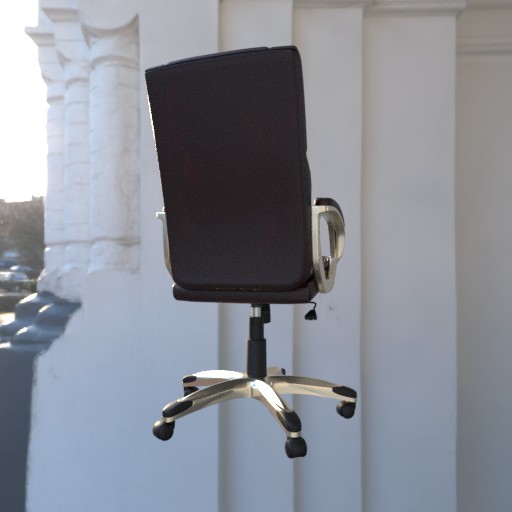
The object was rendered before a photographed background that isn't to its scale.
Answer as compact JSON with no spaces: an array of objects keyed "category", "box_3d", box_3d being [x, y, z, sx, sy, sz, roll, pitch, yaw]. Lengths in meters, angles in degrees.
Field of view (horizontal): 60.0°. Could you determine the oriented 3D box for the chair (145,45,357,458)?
[{"category":"chair","box_3d":[0.000,0.000,1.539,0.662,1.107,0.739,0,-2,18]}]
